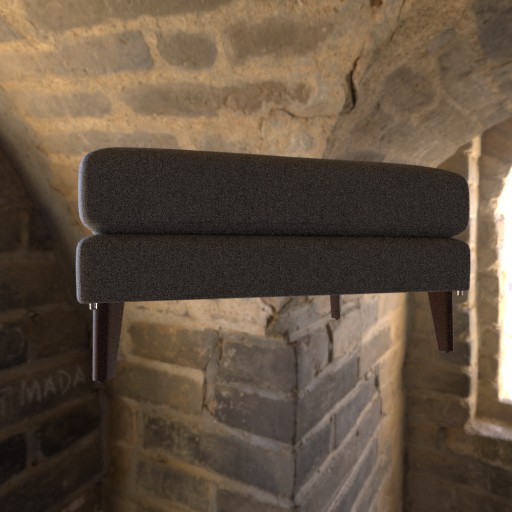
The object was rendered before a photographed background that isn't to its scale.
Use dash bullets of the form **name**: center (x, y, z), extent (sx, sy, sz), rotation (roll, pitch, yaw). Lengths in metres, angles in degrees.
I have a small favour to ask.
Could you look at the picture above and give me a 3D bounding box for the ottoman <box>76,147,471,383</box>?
- **ottoman**: center (0.000, 0.000, 1.139), extent (0.821, 0.441, 0.611), rotation (0, 1, -18)
